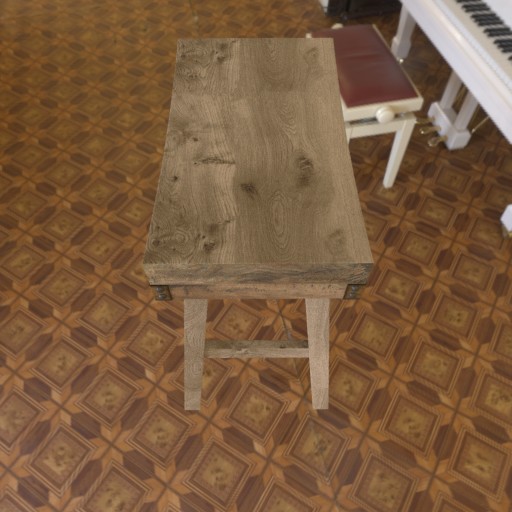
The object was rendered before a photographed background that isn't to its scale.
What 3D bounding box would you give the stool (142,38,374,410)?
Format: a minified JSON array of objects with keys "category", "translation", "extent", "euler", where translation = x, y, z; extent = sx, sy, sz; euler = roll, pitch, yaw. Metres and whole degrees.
[{"category":"stool","translation":[0.000,0.000,0.870],"extent":[0.330,0.635,0.450],"euler":[0,57,0]}]
